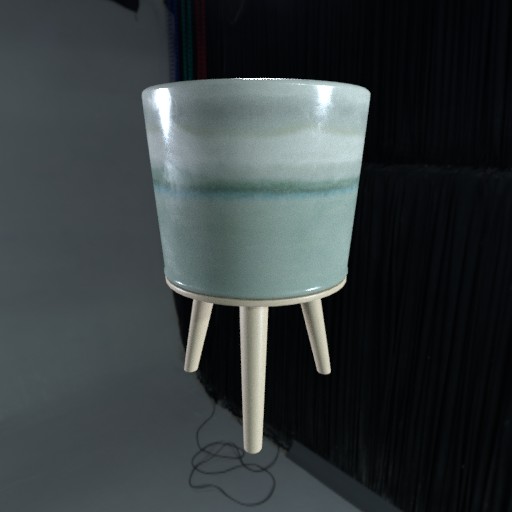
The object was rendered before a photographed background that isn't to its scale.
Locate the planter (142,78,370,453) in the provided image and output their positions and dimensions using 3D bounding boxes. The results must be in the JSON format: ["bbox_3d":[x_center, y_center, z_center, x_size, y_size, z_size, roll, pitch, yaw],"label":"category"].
[{"bbox_3d":[0.000,0.000,0.580,0.265,0.404,0.265,14,20,43],"label":"planter"}]
